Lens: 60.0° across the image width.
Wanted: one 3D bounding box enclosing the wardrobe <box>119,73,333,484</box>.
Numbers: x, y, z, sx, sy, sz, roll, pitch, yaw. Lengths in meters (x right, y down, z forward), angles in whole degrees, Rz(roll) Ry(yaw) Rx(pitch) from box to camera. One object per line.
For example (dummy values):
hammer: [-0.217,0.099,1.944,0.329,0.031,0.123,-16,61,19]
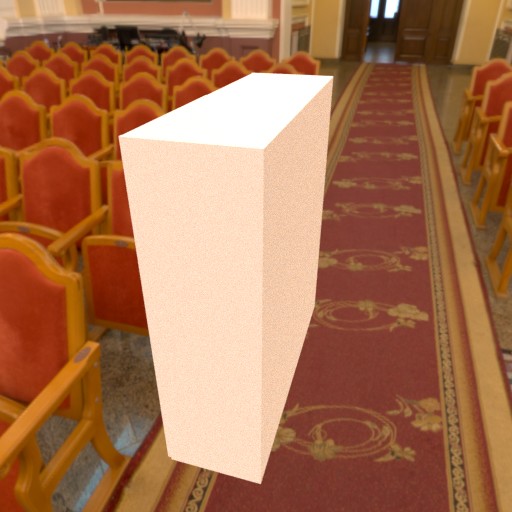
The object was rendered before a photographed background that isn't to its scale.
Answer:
wardrobe: [0.000,0.000,2.957,0.600,2.020,1.830,8,31,14]
